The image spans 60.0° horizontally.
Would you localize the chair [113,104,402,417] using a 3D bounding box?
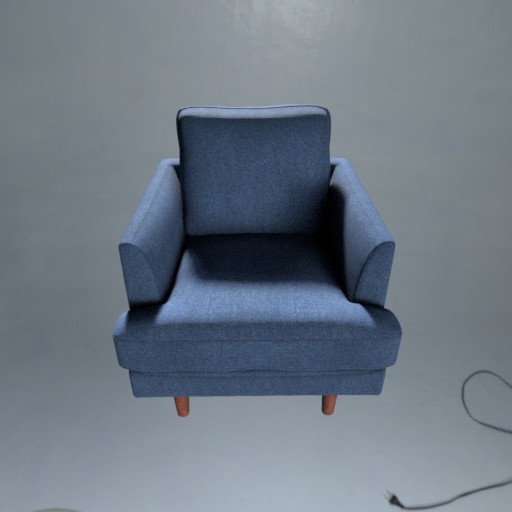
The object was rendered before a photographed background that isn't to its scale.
[{"bbox_3d":[0.000,0.000,1.648,0.858,0.957,0.899,0,31,-1],"label":"chair"}]
